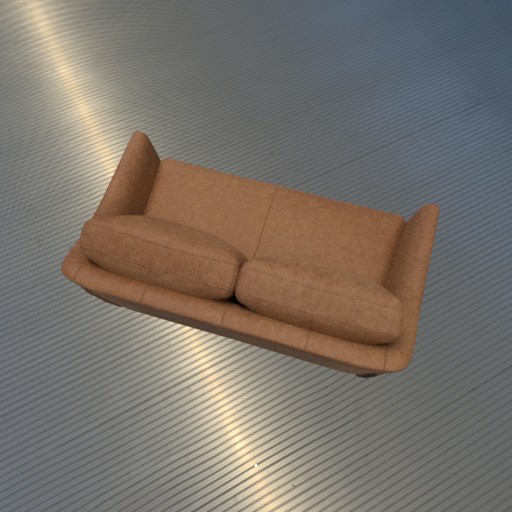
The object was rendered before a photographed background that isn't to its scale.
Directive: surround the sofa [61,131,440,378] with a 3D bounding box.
[{"bbox_3d":[0.000,0.000,2.199,1.619,0.902,0.960,15,66,7],"label":"sofa"}]
